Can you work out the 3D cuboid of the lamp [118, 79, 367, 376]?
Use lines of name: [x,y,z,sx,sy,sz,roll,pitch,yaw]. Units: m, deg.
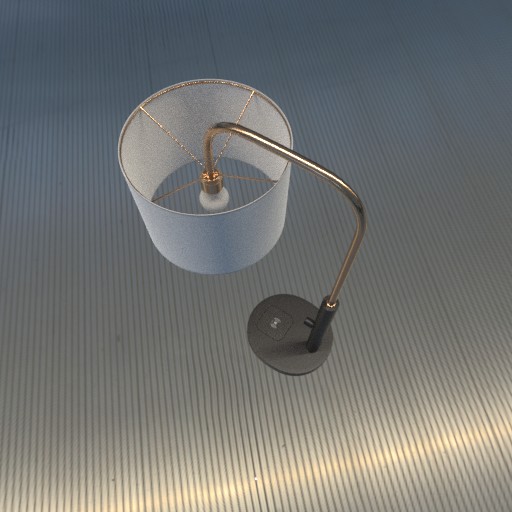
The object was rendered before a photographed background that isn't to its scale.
lamp: [0.000,0.000,0.682,0.337,0.540,0.199,31,67,14]
